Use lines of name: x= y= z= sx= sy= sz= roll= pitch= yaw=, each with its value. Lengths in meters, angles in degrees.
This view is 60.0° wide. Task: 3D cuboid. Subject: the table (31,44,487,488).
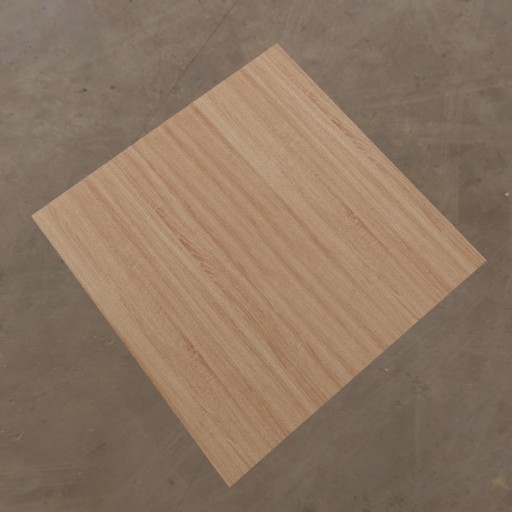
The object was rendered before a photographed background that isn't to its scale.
table: x=0.000 y=0.000 z=1.064 sx=0.670 sy=0.305 sz=0.670 roll=-38 pitch=79 yaw=-9
